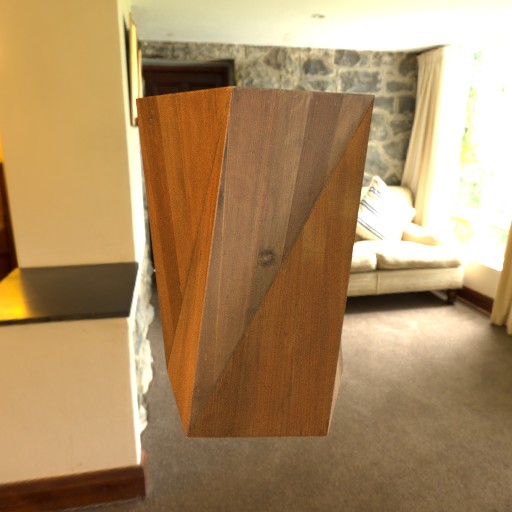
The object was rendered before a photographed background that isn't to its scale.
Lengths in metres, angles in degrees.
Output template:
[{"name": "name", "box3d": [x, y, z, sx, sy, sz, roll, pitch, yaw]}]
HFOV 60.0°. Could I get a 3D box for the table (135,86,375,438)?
[{"name": "table", "box3d": [0.000, 0.000, 0.906, 0.441, 0.604, 0.425, 8, 16, 28]}]
